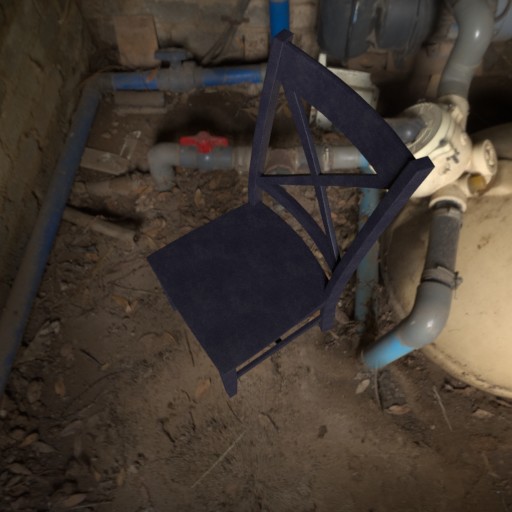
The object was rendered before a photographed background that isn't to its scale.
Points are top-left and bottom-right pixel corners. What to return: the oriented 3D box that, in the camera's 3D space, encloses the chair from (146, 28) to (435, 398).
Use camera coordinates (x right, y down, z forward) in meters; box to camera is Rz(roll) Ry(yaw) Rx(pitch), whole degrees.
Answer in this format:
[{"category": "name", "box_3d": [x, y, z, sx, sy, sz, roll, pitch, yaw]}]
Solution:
[{"category": "chair", "box_3d": [0.000, 0.000, 1.306, 0.542, 0.983, 0.485, -32, 67, -15]}]
